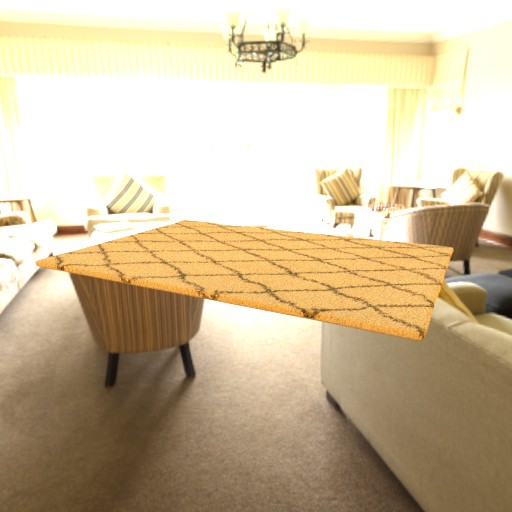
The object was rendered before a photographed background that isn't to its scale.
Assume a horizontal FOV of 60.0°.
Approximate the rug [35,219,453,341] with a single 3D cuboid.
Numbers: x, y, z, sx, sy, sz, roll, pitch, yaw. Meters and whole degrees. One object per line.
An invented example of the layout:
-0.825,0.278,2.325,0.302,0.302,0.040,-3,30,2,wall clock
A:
0.000,0.000,2.264,1.778,0.030,1.219,8,17,26,rug
